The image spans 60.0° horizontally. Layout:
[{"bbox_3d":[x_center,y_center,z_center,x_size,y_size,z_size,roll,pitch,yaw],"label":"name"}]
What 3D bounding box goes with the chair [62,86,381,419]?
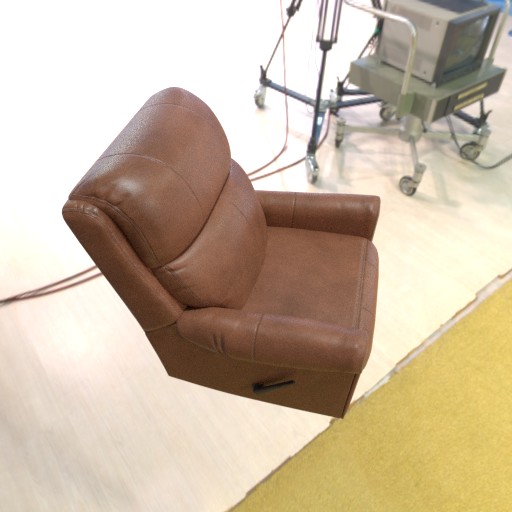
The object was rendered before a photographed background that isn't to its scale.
[{"bbox_3d":[0.000,0.000,1.772,1.014,1.054,0.838,10,48,9],"label":"chair"}]
